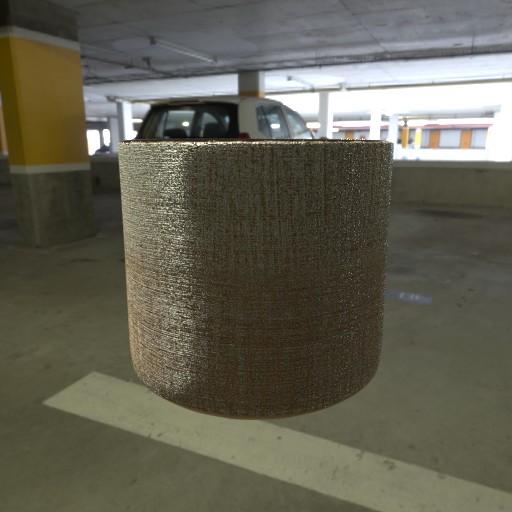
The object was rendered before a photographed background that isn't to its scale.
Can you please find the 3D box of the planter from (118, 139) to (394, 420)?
[{"bbox_3d":[0.000,0.000,0.310,0.177,0.157,0.177,0,14,0],"label":"planter"}]
